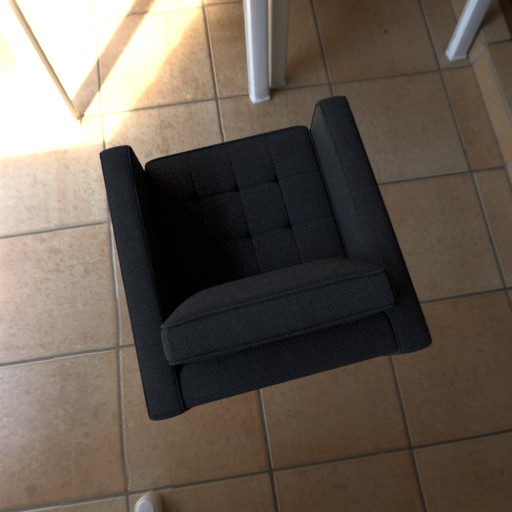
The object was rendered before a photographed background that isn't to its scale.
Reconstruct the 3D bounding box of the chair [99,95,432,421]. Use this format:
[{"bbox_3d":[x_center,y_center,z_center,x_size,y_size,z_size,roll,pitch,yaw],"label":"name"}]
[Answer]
[{"bbox_3d":[0.000,0.000,1.613,0.899,0.770,0.919,-14,76,-4],"label":"chair"}]
